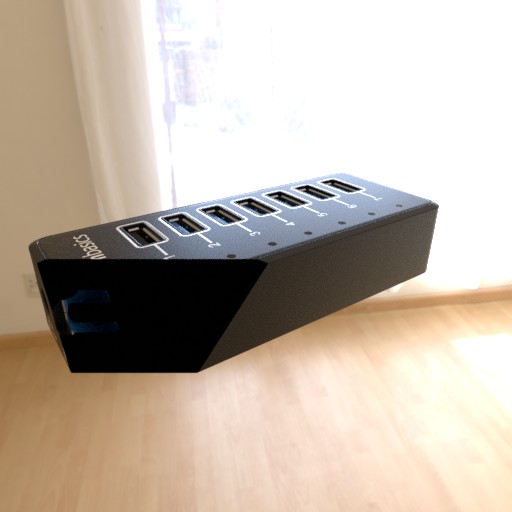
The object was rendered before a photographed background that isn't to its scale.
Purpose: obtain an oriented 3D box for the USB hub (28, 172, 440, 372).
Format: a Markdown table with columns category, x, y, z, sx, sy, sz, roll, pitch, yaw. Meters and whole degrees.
| category | x | y | z | sx | sy | sz | roll | pitch | yaw |
| --- | --- | --- | --- | --- | --- | --- | --- | --- | --- |
| USB hub | 0.000 | 0.000 | 0.127 | 0.110 | 0.023 | 0.044 | -17 | 31 | -31 |
